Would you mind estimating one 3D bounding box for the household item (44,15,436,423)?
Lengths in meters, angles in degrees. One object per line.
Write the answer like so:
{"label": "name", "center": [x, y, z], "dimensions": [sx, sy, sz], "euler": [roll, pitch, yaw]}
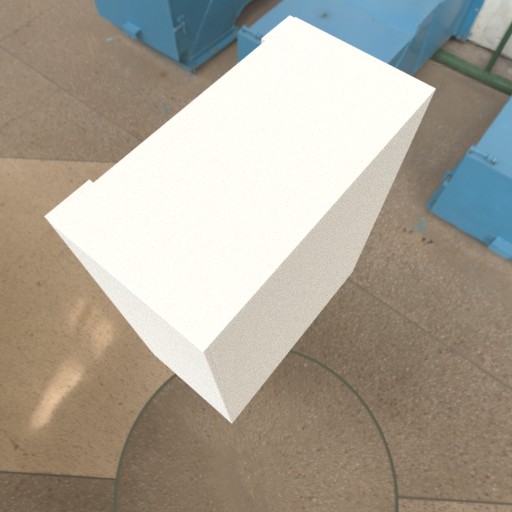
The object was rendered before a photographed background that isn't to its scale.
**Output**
{"label": "household item", "center": [0.000, 0.000, 1.387], "dimensions": [0.420, 1.010, 0.790], "euler": [36, 68, 17]}
